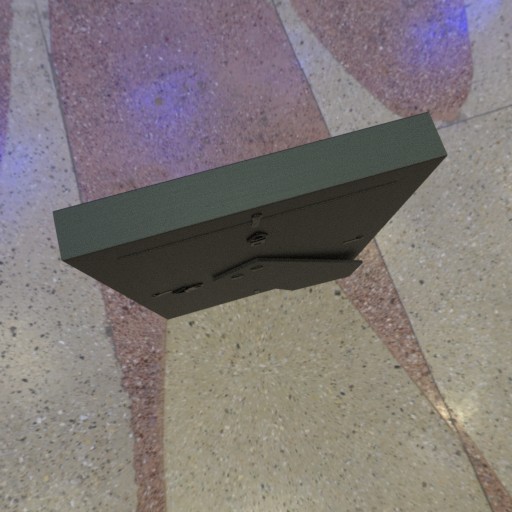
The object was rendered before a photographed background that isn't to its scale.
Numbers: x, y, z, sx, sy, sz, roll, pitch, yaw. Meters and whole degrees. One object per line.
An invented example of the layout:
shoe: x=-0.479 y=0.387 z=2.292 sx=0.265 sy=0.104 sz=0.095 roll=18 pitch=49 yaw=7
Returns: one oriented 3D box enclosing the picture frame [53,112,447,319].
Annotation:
picture frame: x=0.000 y=0.000 z=0.275 sx=0.157 sy=0.208 sz=0.028 roll=-16 pitch=76 yaw=-4
